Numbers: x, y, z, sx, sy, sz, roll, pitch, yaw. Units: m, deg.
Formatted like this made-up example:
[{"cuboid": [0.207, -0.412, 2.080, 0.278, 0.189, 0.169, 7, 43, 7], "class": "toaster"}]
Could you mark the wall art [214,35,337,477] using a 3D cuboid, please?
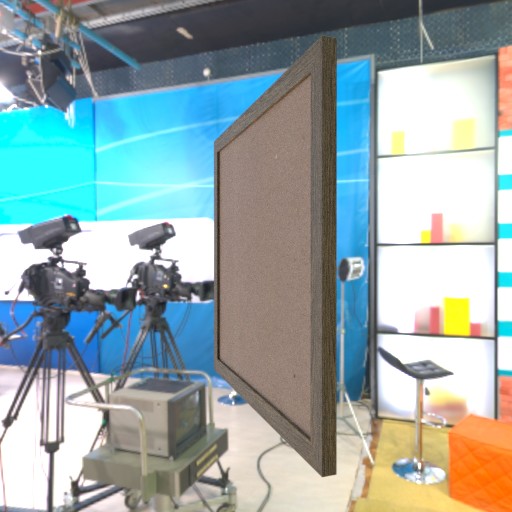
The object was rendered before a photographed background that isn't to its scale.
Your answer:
[{"cuboid": [0.000, 0.000, 0.751, 0.019, 0.508, 0.508, 0, 0, -20], "class": "wall art"}]
